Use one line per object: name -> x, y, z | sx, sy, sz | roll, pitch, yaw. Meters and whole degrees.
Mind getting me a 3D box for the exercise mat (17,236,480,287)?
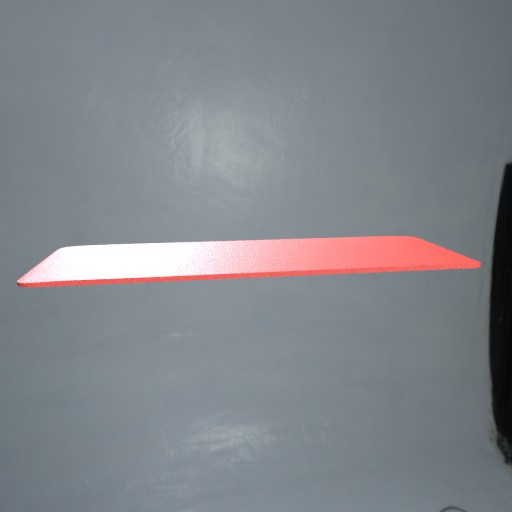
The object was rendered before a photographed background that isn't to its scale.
exercise mat -> 0.000, 0.000, 2.026 | 1.869, 0.021, 0.616 | -2, 14, -8
